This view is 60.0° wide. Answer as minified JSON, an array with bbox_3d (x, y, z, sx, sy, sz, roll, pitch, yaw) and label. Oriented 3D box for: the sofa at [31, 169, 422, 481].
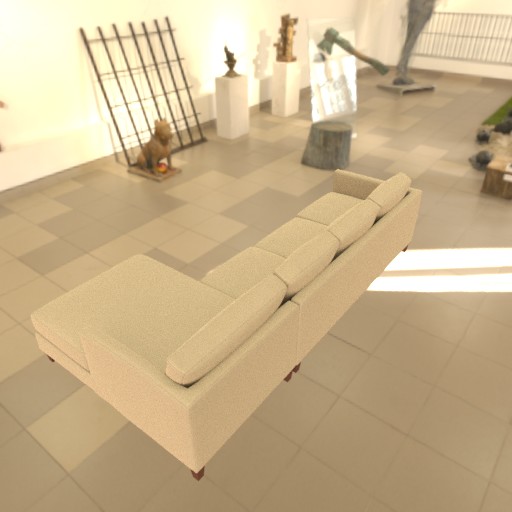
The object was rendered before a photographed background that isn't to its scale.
[{"bbox_3d":[0.000,0.000,3.755,1.625,0.861,3.186,23,40,31],"label":"sofa"}]
